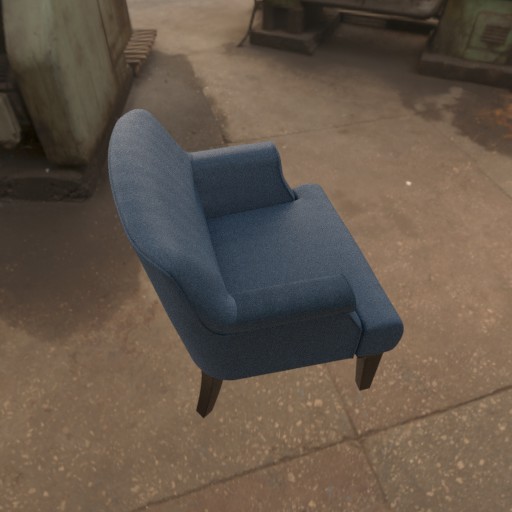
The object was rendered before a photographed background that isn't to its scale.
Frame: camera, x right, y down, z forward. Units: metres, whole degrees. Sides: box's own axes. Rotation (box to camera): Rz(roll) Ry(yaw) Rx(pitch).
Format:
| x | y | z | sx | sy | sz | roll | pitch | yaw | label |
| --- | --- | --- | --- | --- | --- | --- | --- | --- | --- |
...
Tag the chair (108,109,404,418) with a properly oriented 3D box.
| x | y | z | sx | sy | sz | roll | pitch | yaw | label |
| --- | --- | --- | --- | --- | --- | --- | --- | --- | --- |
| 0.000 | 0.000 | 1.460 | 0.754 | 0.878 | 0.770 | -11 | 47 | -10 | chair |
